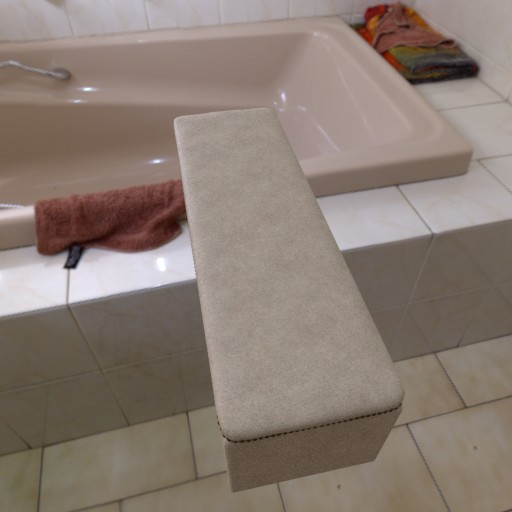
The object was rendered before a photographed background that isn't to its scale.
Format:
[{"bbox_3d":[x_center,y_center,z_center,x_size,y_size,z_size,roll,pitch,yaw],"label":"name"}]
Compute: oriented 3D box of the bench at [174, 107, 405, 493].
[{"bbox_3d":[0.000,0.000,1.682,0.470,0.447,1.482,-9,47,-8],"label":"bench"}]
